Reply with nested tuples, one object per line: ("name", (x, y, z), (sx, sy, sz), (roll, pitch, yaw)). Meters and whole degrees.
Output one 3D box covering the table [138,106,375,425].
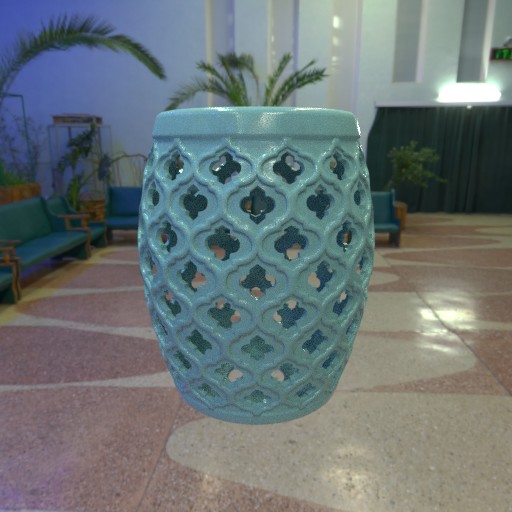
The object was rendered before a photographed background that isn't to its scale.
("table", (0.000, 0.000, 0.635), (0.325, 0.388, 0.325), (0, 14, 0))
